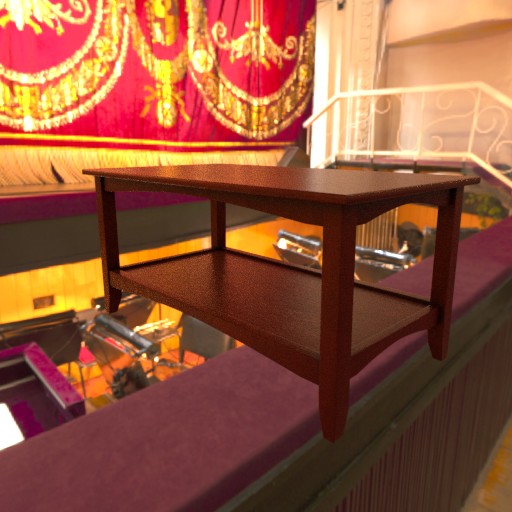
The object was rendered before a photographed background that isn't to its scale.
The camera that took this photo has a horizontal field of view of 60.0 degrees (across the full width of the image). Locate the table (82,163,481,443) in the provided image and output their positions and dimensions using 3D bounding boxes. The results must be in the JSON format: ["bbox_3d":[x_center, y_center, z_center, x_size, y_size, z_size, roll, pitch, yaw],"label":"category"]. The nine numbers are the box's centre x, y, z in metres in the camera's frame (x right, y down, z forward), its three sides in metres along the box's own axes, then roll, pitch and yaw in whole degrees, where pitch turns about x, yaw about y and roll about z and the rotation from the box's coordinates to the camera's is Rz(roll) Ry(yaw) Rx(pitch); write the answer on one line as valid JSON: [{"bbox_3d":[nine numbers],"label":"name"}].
[{"bbox_3d":[0.000,0.000,1.226,0.533,0.456,0.943,-14,20,-42],"label":"table"}]
